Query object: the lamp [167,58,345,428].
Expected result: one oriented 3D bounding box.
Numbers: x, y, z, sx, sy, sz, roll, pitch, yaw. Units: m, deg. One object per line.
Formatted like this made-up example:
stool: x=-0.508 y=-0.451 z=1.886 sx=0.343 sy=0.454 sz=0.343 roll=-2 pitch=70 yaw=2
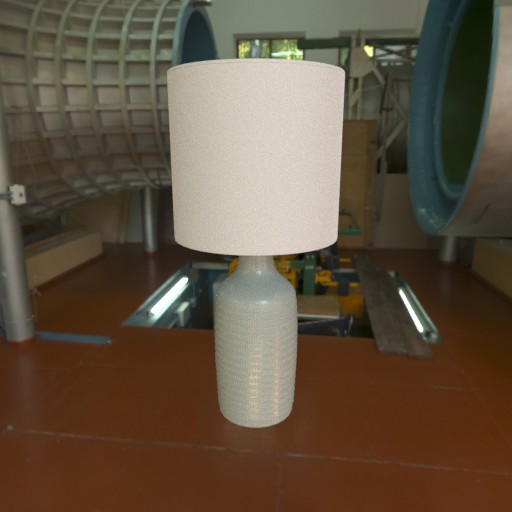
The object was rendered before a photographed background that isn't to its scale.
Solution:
lamp: x=0.000 y=0.000 z=0.619 sx=0.220 sy=0.475 sz=0.220 roll=13 pitch=19 yaw=40
